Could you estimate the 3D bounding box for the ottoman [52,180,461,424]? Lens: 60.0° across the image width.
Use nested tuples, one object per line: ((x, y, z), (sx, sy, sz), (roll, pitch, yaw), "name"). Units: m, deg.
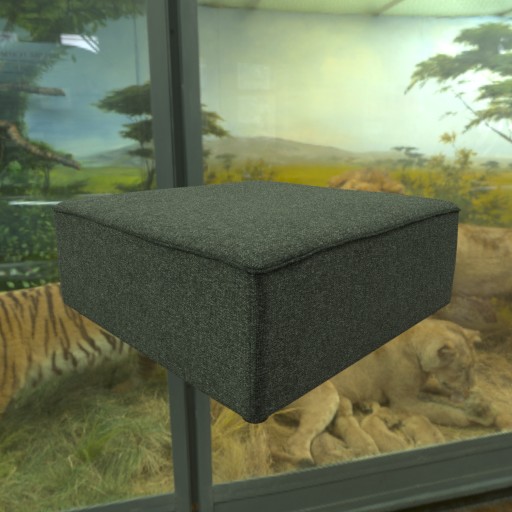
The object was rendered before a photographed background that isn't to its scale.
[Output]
((0.000, 0.000, 1.550), (1.017, 0.423, 1.021), (-15, 21, -42), "ottoman")
